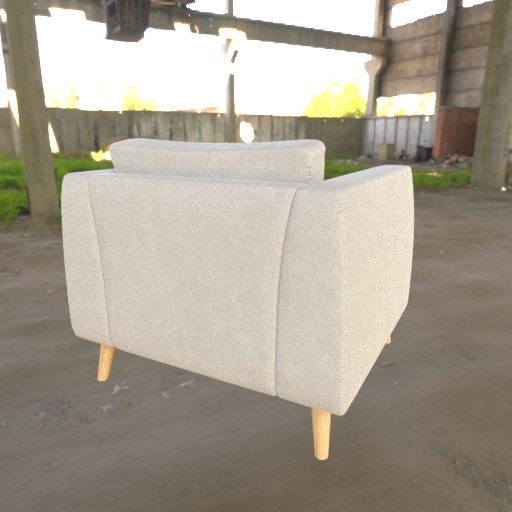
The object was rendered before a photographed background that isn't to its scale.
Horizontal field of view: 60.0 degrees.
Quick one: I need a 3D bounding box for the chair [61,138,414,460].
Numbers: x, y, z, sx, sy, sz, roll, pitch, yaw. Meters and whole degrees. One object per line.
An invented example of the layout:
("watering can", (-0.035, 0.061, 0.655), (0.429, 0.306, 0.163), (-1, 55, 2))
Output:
("chair", (0.000, 0.000, 1.672), (1.000, 0.860, 0.930), (8, 17, 27))
